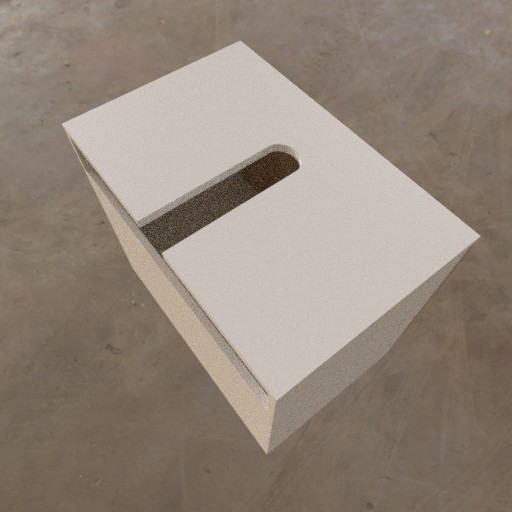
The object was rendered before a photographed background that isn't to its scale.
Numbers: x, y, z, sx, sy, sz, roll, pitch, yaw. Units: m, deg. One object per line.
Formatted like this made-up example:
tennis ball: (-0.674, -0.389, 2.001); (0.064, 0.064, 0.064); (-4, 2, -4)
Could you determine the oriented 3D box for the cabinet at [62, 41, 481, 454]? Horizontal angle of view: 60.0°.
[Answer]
cabinet: (0.000, 0.000, 0.944); (0.400, 0.522, 0.600); (-34, 65, -18)
